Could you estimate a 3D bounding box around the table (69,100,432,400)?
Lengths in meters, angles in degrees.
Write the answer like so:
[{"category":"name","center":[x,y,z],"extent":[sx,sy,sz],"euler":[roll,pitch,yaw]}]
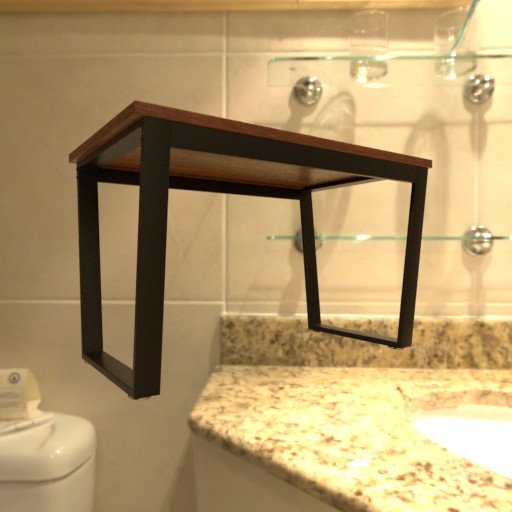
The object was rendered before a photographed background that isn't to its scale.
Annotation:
[{"category":"table","center":[0.000,0.000,1.706],"extent":[1.205,0.760,0.714],"euler":[0,0,-35]}]
